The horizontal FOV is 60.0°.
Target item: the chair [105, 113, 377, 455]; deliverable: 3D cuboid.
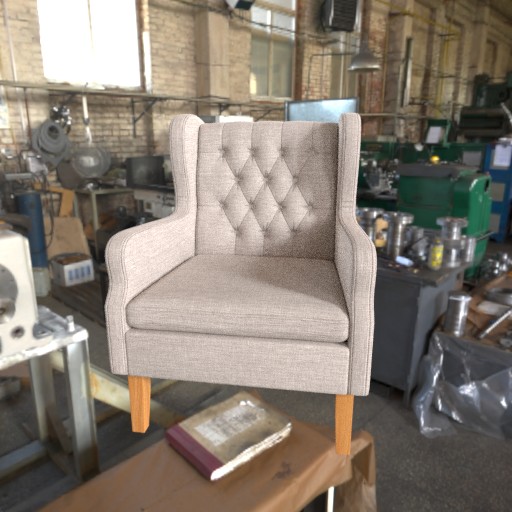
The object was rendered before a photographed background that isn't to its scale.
[{"bbox_3d":[0.000,0.000,1.484,0.710,0.930,0.760,2,15,9],"label":"chair"}]
